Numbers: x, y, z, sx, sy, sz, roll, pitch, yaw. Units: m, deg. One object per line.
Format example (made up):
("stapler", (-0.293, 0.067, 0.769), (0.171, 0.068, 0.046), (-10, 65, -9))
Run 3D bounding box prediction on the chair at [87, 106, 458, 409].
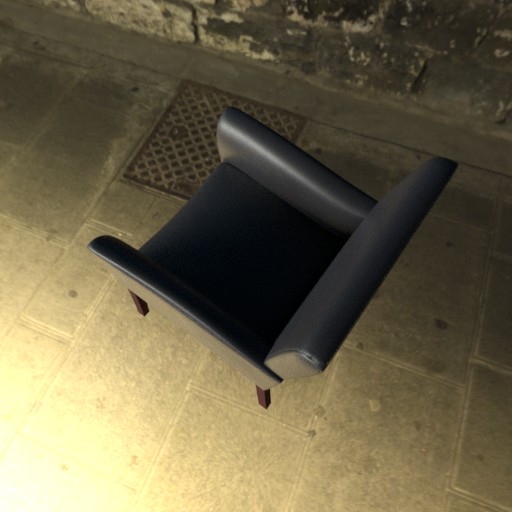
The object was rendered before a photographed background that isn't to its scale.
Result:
("chair", (0.000, 0.000, 1.475), (0.772, 0.951, 0.683), (33, 68, 15))
